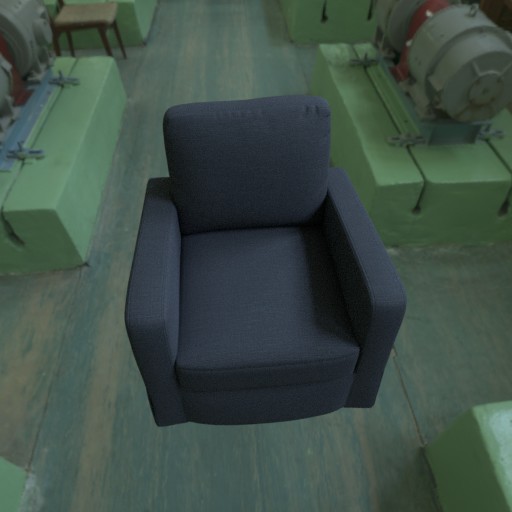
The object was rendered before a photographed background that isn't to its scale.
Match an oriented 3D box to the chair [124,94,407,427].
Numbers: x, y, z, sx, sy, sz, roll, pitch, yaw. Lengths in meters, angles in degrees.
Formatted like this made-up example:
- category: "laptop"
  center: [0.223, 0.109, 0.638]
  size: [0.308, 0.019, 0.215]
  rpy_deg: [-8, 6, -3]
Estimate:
- category: "chair"
  center: [0.000, 0.000, 1.563]
  size: [0.798, 0.855, 0.863]
  rpy_deg: [-4, 47, -4]
